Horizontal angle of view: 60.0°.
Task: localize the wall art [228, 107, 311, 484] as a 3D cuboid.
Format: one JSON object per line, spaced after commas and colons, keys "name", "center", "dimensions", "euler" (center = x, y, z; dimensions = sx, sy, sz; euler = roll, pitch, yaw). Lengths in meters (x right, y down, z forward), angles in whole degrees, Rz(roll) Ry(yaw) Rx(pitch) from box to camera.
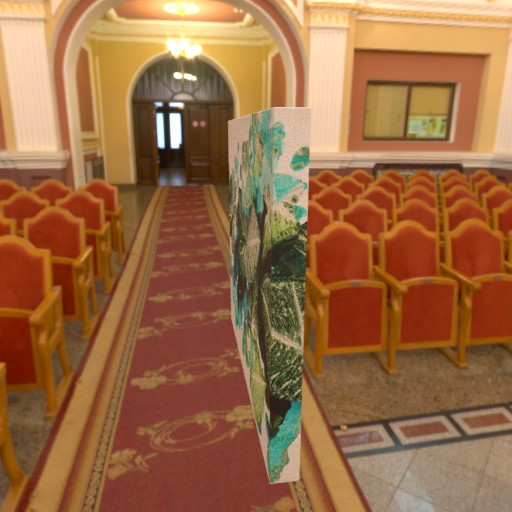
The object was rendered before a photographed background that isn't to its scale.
{"name": "wall art", "center": [0.000, 0.000, 0.725], "dimensions": [0.041, 0.435, 0.507], "euler": [-2, 16, -8]}
